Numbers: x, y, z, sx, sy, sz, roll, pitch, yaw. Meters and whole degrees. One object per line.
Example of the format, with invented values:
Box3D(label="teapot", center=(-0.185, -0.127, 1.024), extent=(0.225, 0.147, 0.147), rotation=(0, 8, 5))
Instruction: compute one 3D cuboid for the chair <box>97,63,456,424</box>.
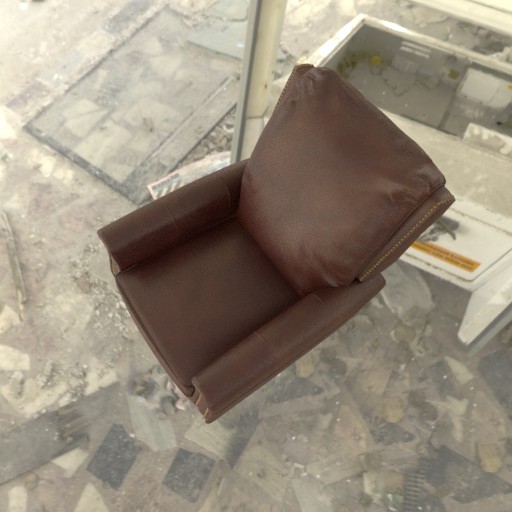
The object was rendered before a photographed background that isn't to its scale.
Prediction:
Box3D(label="chair", center=(0.000, 0.000, 1.773), extent=(1.089, 1.022, 0.826), rotation=(-32, 69, -14))
